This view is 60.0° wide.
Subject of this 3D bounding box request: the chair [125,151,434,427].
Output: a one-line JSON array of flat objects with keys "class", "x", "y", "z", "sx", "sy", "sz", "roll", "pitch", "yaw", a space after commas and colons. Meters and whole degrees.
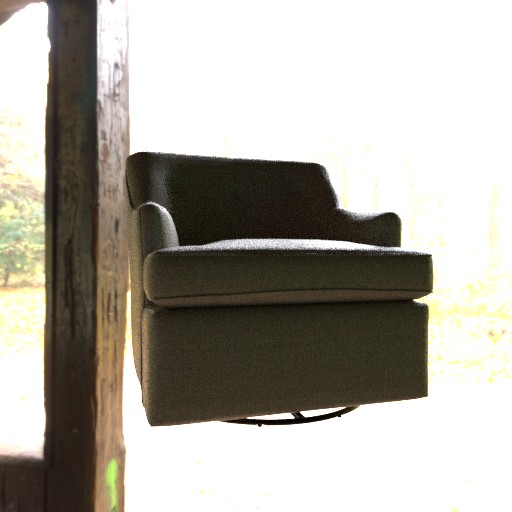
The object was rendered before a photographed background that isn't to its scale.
[{"class": "chair", "x": 0.000, "y": 0.000, "z": 1.530, "sx": 0.864, "sy": 0.856, "sz": 0.923, "roll": 0, "pitch": 0, "yaw": -17}]
